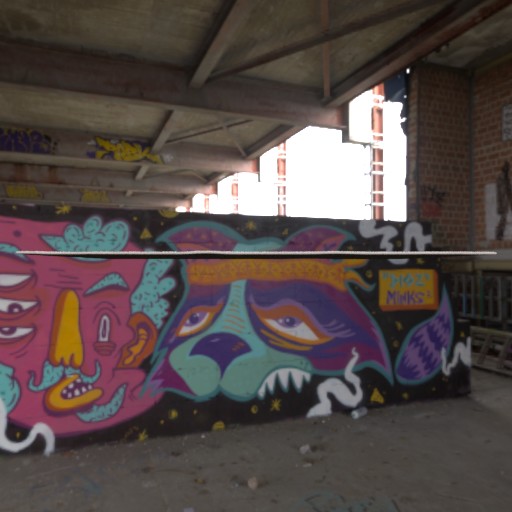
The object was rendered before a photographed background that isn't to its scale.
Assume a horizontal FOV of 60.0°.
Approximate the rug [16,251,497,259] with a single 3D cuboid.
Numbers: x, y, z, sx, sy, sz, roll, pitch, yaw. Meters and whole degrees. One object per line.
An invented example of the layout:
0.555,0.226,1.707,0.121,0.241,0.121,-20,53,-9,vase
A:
0.000,0.000,1.052,0.867,0.007,0.515,0,-1,-1,rug
